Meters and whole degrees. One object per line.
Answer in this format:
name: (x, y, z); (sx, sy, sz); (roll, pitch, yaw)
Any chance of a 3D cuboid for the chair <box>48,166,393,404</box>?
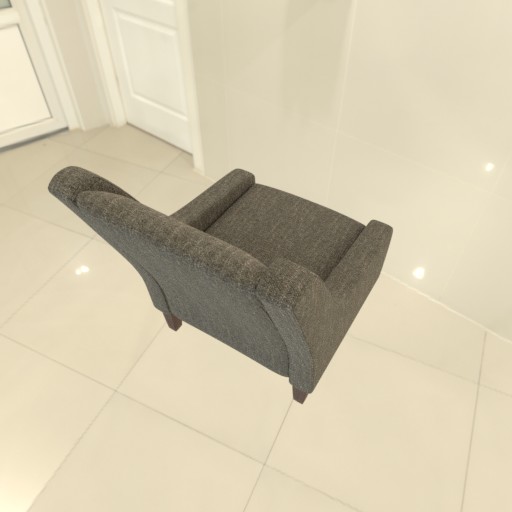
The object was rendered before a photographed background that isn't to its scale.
chair: (0.000, 0.000, 1.695); (0.793, 1.012, 0.944); (25, 51, 21)
